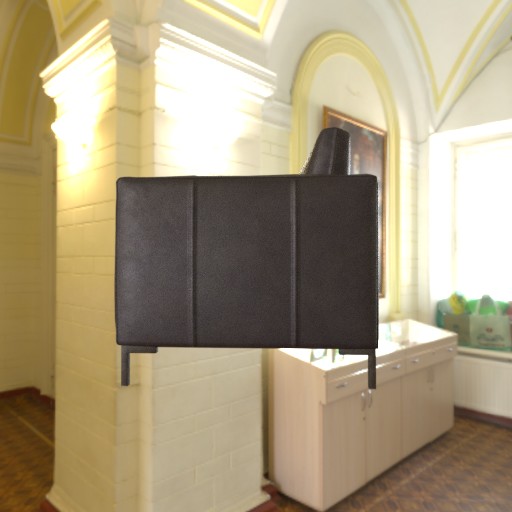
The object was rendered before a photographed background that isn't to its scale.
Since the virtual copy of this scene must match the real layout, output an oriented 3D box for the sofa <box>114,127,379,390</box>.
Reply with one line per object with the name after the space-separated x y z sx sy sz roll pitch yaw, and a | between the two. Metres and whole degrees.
0.000 0.000 2.296 0.947 0.883 1.805 0 -1 1 | sofa
